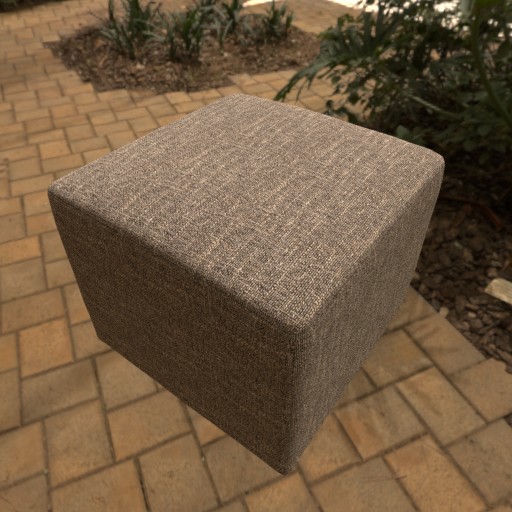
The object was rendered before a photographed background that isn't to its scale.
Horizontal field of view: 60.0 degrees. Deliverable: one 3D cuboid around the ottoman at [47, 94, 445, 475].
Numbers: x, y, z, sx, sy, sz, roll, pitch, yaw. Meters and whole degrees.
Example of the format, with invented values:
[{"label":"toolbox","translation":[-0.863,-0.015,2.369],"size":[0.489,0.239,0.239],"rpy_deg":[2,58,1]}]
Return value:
[{"label":"ottoman","translation":[0.000,0.000,0.890],"size":[0.512,0.453,0.521],"rpy_deg":[26,48,27]}]
